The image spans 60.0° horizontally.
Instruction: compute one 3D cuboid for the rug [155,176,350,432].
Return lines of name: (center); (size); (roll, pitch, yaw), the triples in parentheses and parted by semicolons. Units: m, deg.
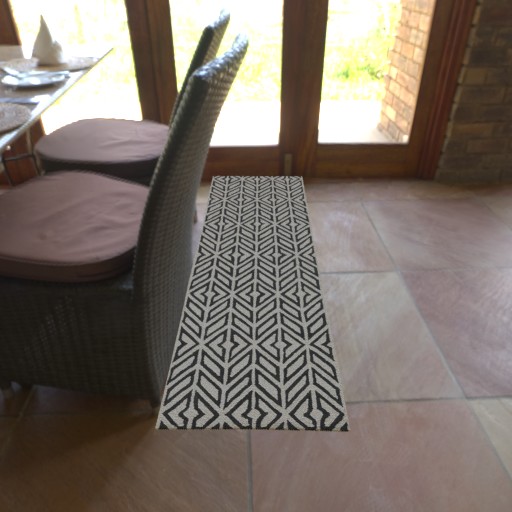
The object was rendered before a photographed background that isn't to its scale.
rug: (0.000, 0.000, 2.715); (0.750, 0.009, 2.435); (0, 33, 1)
